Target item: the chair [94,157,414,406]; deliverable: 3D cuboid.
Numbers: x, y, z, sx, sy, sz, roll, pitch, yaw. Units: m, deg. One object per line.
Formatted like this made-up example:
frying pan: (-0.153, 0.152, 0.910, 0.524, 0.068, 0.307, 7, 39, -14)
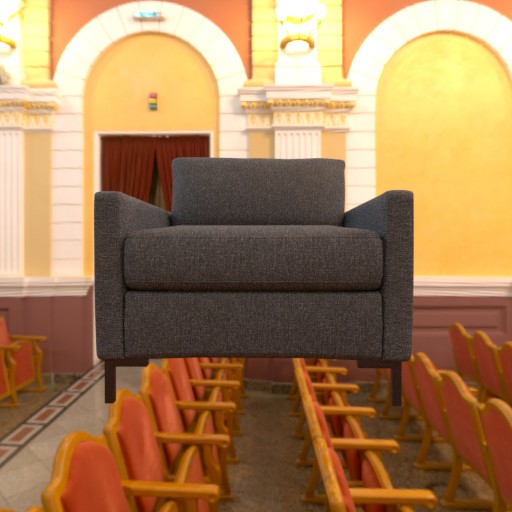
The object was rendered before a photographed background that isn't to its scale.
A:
chair: (0.000, 0.000, 1.693, 0.963, 0.861, 0.866, 0, 1, 1)
